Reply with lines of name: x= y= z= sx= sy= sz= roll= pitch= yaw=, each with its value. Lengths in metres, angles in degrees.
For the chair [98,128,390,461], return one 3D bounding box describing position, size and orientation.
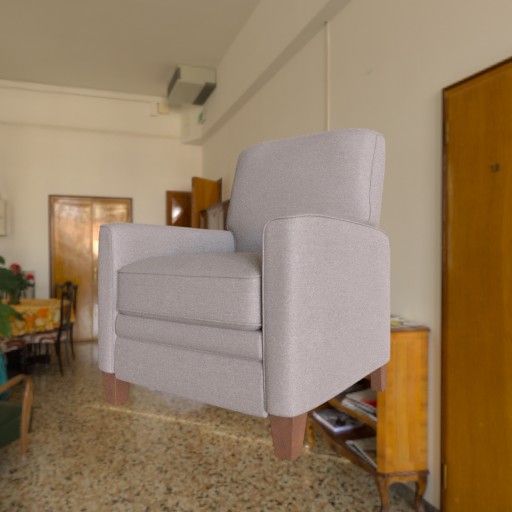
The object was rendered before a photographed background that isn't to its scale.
chair: x=0.000 y=0.000 z=1.635 sx=0.845 sy=1.023 sz=0.859 roll=1 pitch=1 yaw=35
